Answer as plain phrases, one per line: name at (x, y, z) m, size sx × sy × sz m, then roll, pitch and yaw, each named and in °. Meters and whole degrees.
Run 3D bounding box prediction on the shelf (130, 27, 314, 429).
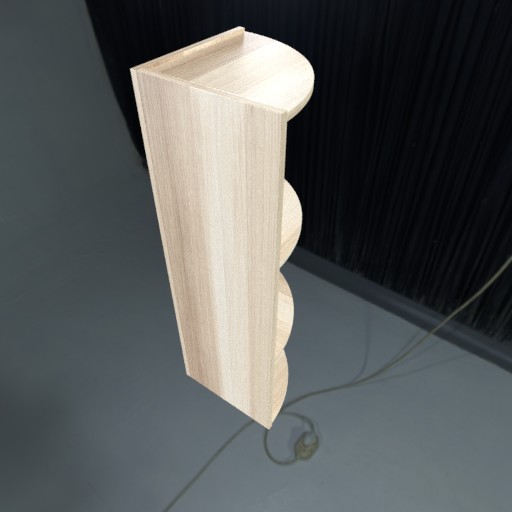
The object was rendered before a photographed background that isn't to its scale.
shelf at (0.000, 0.000, 1.029) m, size 0.290 × 0.872 × 0.290 m, roll 25°, pitch 48°, yaw 25°
